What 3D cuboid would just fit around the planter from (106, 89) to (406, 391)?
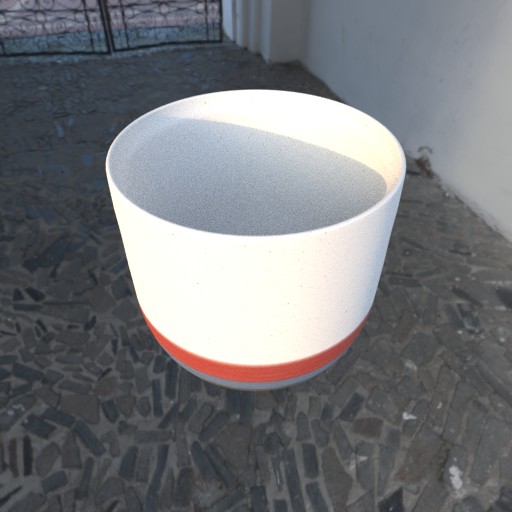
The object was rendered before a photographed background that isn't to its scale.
[{"bbox_3d":[0.000,0.000,0.493,0.268,0.270,0.268,0,42,0],"label":"planter"}]
